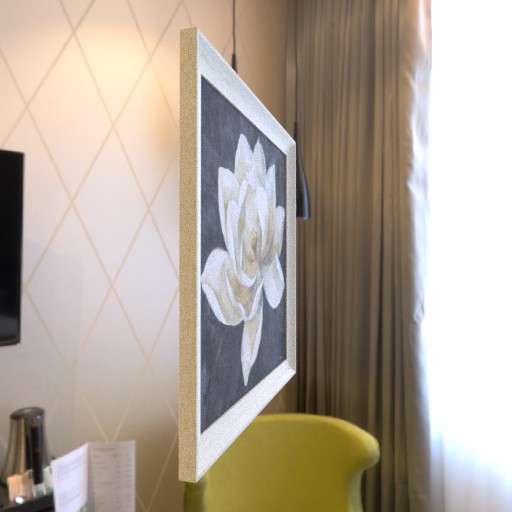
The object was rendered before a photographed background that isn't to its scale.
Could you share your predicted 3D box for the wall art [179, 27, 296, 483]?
[{"bbox_3d":[0.000,0.000,1.477,0.045,1.016,1.016,0,-1,18],"label":"wall art"}]
